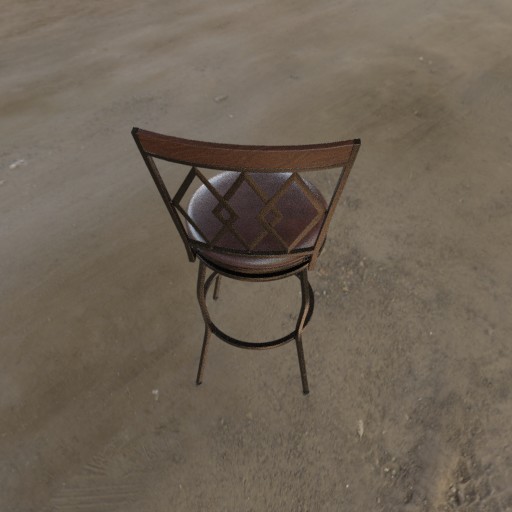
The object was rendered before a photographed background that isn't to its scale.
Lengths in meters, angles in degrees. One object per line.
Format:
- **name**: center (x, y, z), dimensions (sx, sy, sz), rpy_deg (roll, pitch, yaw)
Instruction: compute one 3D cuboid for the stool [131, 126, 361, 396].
- **stool**: center (0.000, 0.000, 1.362), dimensions (0.432, 1.134, 0.521), rpy_deg (4, 48, 4)
